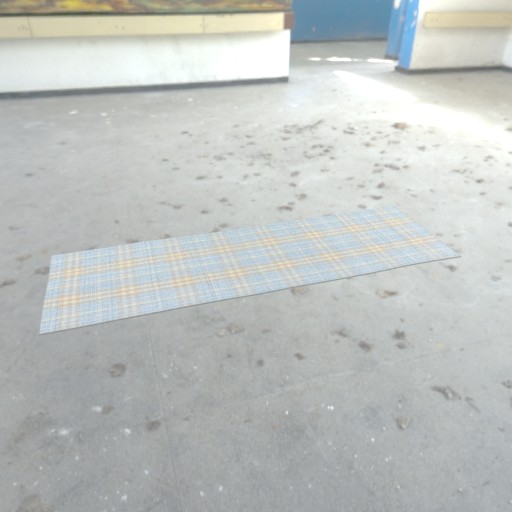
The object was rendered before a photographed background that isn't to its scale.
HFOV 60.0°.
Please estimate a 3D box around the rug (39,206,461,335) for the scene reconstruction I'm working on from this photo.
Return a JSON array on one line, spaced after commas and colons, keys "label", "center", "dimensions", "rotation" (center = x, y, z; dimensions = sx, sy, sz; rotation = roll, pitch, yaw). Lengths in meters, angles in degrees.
[{"label": "rug", "center": [0.000, 0.000, 2.762], "dimensions": [2.439, 0.013, 0.762], "rotation": [-9, 33, -15]}]
